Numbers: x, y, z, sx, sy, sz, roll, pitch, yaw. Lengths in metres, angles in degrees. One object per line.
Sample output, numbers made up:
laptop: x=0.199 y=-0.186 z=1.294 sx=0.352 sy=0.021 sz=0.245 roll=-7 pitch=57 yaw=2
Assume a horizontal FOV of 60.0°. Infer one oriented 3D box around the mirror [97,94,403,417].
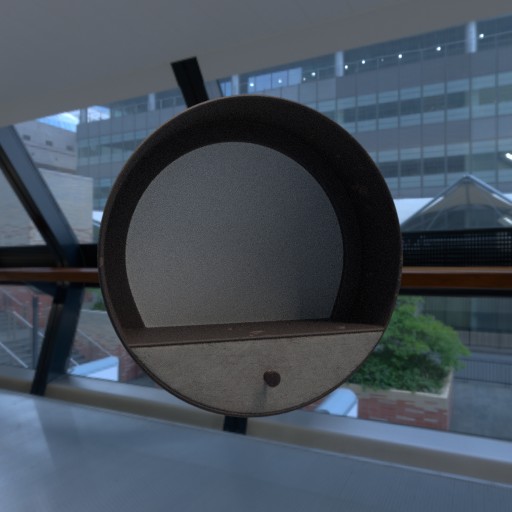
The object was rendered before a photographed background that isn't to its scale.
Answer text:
mirror: x=0.000 y=0.000 z=0.574 sx=0.386 sy=0.386 sz=0.126 roll=0 pitch=0 yaw=-19
